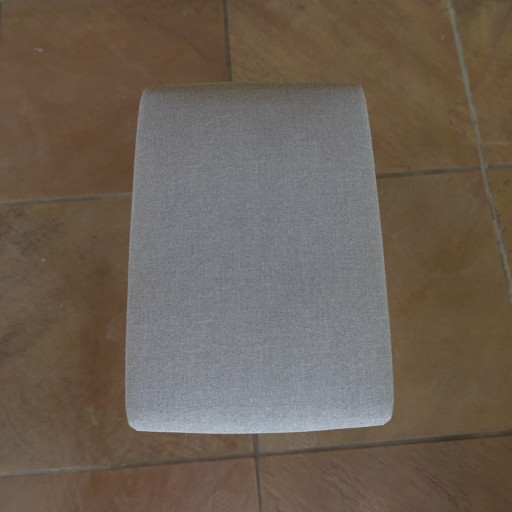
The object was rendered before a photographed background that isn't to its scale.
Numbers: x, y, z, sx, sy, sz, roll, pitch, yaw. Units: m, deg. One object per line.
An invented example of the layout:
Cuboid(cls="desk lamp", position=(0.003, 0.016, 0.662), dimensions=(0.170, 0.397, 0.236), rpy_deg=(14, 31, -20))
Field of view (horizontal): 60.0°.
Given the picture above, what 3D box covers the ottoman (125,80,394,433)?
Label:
Cuboid(cls="ottoman", position=(0.000, 0.000, 1.165), dimensions=(0.584, 0.457, 0.838), rpy_deg=(-1, 76, 0))
